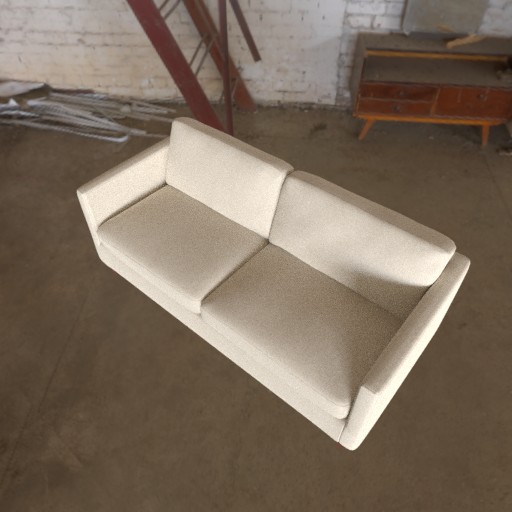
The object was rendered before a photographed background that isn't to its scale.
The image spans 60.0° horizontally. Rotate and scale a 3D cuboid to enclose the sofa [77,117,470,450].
[{"bbox_3d":[0.000,0.000,2.527,1.981,0.889,0.965,31,54,26],"label":"sofa"}]
